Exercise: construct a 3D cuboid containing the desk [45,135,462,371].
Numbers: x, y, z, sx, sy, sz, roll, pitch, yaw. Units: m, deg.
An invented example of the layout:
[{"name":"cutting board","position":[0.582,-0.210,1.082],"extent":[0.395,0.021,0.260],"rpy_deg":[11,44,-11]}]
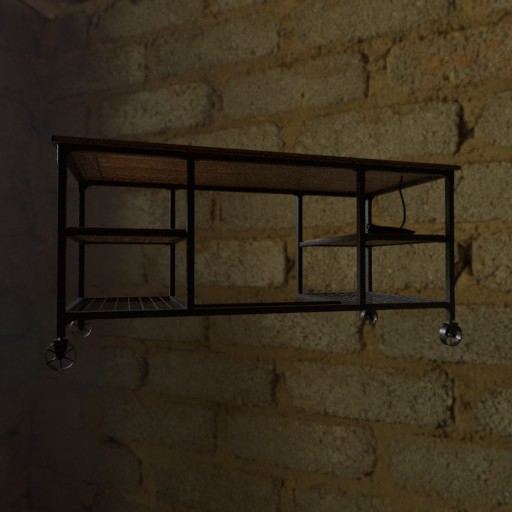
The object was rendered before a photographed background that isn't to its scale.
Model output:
[{"name":"desk","position":[0.000,0.000,1.954],"extent":[1.590,0.751,0.711],"rpy_deg":[0,-1,-16]}]
